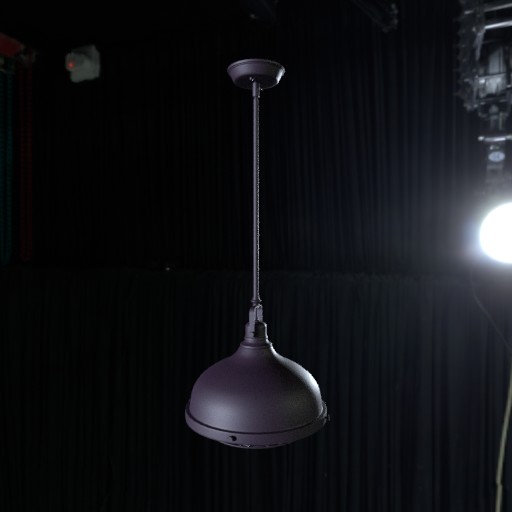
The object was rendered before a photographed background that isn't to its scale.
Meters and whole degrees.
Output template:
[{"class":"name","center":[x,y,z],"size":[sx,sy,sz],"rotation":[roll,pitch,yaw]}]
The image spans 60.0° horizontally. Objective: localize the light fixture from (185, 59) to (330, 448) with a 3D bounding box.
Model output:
[{"class":"light fixture","center":[0.000,0.000,1.026],"size":[0.341,0.849,0.341],"rotation":[0,2,18]}]
